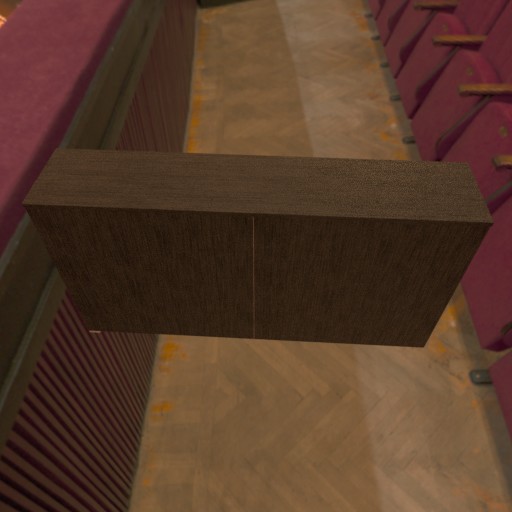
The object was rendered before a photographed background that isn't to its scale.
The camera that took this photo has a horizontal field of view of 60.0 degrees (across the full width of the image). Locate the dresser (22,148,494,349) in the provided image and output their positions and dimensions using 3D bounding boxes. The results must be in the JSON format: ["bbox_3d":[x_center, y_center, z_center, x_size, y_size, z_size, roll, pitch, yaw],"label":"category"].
[{"bbox_3d":[0.000,0.000,1.844,1.535,0.790,0.333,3,48,2],"label":"dresser"}]
